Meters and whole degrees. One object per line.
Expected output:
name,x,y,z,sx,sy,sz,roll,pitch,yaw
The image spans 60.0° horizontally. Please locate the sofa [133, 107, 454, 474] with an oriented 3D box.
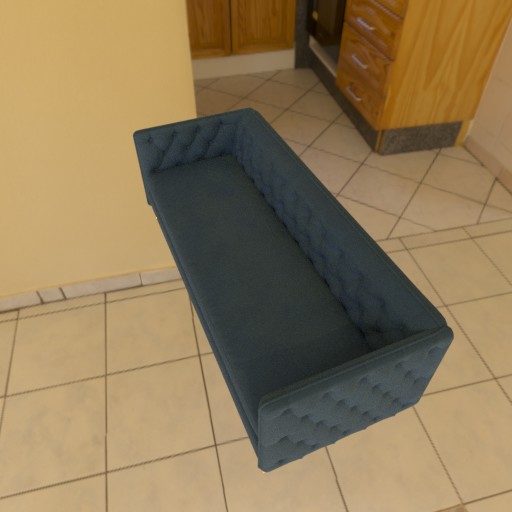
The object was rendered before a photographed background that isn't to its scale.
sofa,0.000,0.000,2.663,0.895,0.771,2.209,-17,48,-16
